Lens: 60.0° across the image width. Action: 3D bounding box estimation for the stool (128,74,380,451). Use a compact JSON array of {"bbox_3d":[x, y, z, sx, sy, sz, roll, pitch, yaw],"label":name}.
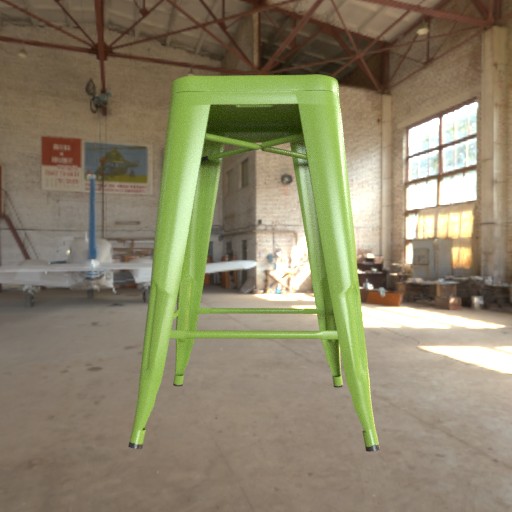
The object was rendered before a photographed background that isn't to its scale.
[{"bbox_3d":[0.000,0.000,0.867,0.398,0.609,0.358,0,0,2],"label":"stool"}]
